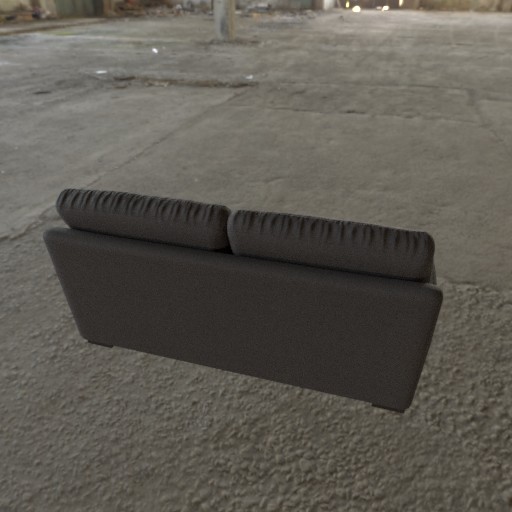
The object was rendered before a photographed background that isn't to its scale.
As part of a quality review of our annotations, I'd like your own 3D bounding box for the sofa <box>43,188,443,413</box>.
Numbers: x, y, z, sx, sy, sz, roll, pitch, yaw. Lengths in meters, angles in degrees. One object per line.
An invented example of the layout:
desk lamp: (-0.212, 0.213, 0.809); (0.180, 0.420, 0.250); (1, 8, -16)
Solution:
sofa: (0.000, 0.000, 2.501); (1.880, 0.940, 1.143); (9, 32, 14)
